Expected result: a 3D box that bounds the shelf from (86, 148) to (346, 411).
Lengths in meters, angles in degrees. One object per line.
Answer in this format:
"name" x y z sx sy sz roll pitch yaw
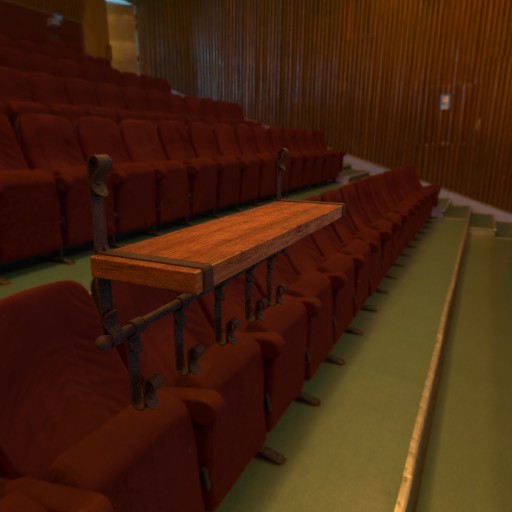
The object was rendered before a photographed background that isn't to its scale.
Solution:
"shelf" 0.000 0.000 0.715 0.146 0.330 0.567 7 16 25
